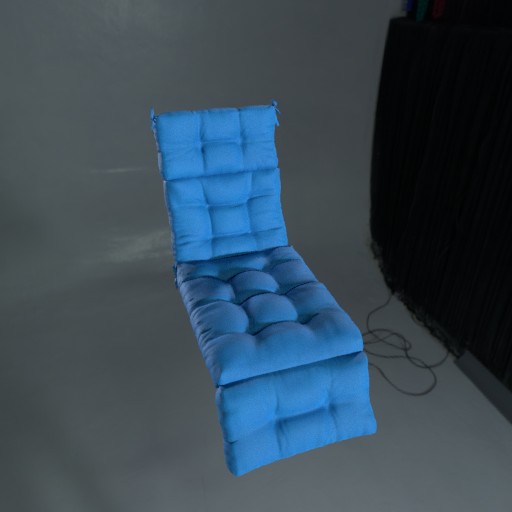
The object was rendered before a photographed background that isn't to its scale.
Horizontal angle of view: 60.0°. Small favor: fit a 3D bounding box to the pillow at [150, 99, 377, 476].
[{"bbox_3d":[0.000,0.000,1.531,0.526,0.863,1.016,-10,31,-16],"label":"pillow"}]
